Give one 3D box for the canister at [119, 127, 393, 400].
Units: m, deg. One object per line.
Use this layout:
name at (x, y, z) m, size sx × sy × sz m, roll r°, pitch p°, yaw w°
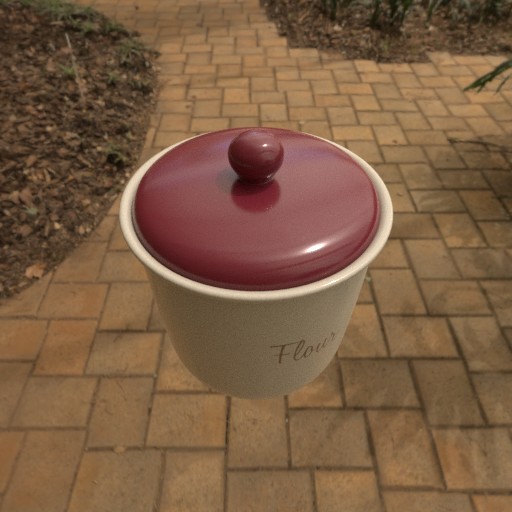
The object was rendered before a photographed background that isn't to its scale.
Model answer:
canister at (0.000, 0.000, 0.342) m, size 0.182 × 0.208 × 0.182 m, roll 0°, pitch 45°, yaw 0°
